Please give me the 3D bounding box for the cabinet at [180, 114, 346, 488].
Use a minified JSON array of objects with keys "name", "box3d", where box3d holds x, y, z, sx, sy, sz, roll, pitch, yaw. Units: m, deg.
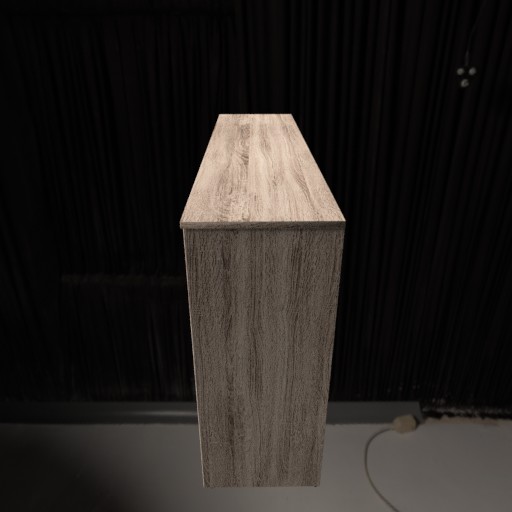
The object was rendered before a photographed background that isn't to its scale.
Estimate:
[{"name":"cabinet","box3d":[0.000,0.000,1.830,0.380,0.900,1.450,0,27,-1]}]
